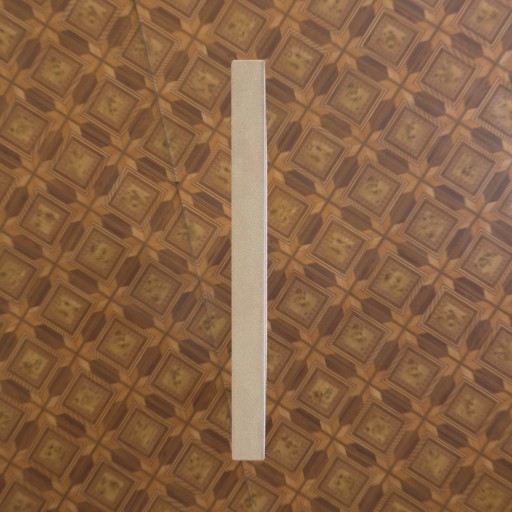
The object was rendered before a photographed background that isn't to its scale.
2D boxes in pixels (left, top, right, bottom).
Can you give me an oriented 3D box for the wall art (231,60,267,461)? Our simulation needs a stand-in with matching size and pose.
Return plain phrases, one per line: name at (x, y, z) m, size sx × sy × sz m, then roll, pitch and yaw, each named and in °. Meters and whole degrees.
wall art at (0.000, 0.000, 0.806) m, size 0.038 × 0.609 × 0.456 m, roll 0°, pitch 91°, yaw 2°
